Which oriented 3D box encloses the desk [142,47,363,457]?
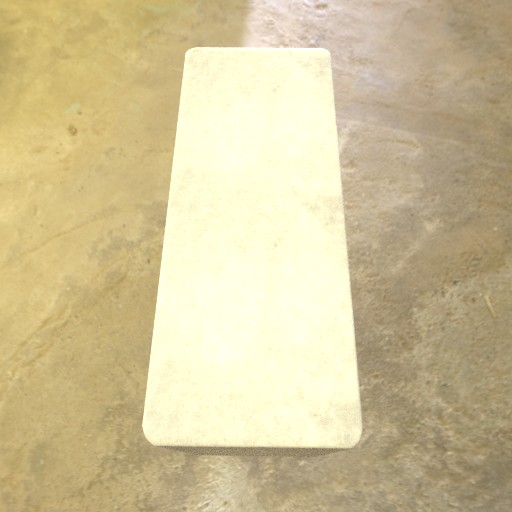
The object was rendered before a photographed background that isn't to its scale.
[{"bbox_3d":[0.000,0.000,1.724,0.550,0.755,1.400,1,64,0],"label":"desk"}]
